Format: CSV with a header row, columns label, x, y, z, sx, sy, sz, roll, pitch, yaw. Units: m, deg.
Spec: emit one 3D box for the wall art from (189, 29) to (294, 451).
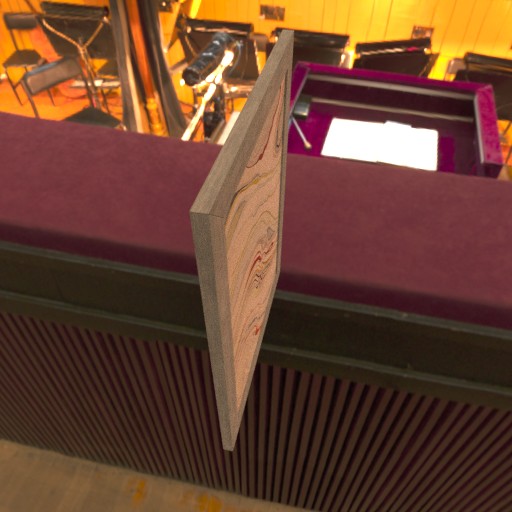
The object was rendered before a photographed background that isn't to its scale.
label,x,y,z,sx,sy,sz,roll,pitch,yaw
wall art,0.000,0.000,0.808,0.020,0.613,0.481,10,47,9
